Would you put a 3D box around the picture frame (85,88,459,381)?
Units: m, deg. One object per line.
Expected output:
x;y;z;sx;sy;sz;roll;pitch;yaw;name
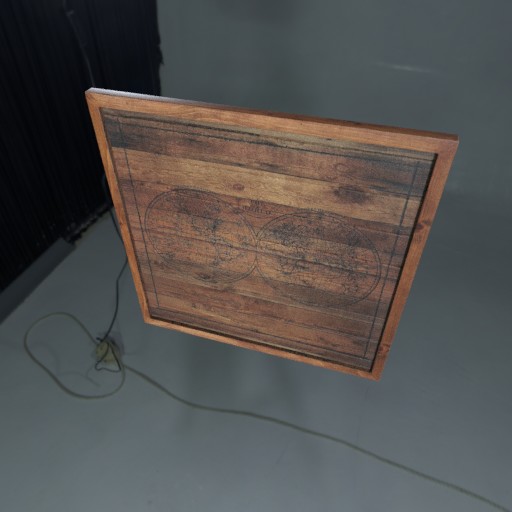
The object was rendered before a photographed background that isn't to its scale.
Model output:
0.000;0.000;1.205;0.810;0.817;0.029;11;43;12;picture frame
